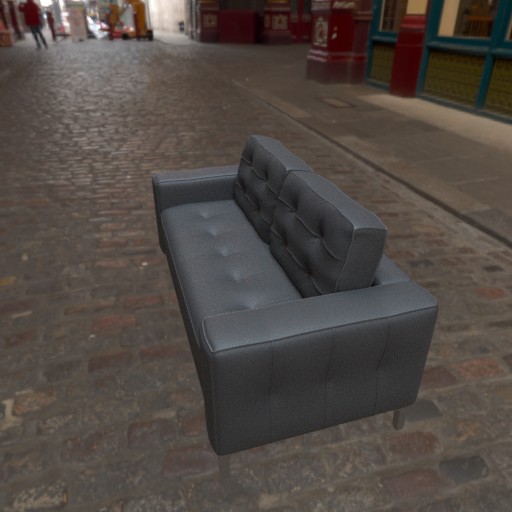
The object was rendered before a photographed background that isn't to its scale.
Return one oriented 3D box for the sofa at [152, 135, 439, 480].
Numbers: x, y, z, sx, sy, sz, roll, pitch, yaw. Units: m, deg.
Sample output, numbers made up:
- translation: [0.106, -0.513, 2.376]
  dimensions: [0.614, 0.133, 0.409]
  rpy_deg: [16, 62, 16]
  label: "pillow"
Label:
- translation: [0.000, 0.000, 2.207]
  dimensions: [0.833, 0.893, 1.726]
  rpy_deg: [-9, 31, -15]
  label: "sofa"
